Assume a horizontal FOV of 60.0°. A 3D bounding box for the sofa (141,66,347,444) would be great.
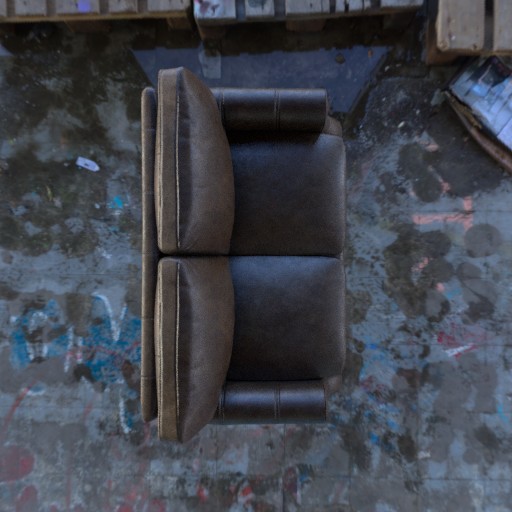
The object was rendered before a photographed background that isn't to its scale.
[{"bbox_3d":[0.000,0.000,2.211,0.990,0.976,1.616,0,90,1],"label":"sofa"}]
